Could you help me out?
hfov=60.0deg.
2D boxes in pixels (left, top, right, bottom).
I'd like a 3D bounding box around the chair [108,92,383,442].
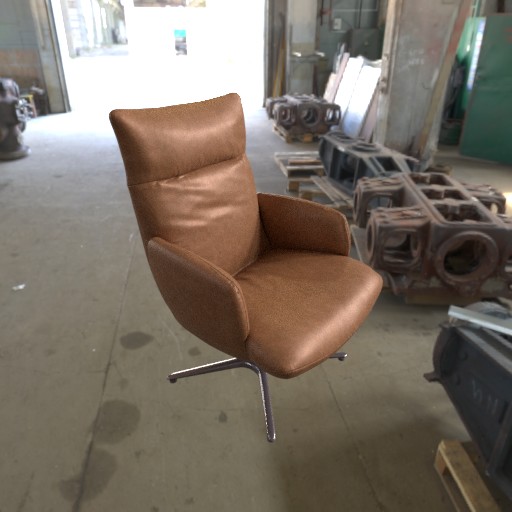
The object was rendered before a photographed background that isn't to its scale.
[{"bbox_3d":[0.000,0.000,1.598,0.794,1.027,0.711,18,32,32],"label":"chair"}]
